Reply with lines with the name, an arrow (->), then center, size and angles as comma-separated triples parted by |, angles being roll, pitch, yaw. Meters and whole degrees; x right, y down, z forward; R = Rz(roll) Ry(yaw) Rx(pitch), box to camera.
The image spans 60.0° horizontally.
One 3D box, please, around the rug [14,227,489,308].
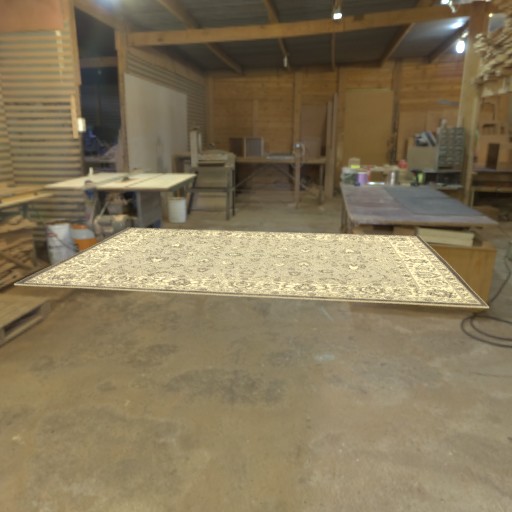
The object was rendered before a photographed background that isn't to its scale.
rug -> 0.000, 0.000, 2.962 | 2.438, 0.011, 1.524 | 2, 16, 8
